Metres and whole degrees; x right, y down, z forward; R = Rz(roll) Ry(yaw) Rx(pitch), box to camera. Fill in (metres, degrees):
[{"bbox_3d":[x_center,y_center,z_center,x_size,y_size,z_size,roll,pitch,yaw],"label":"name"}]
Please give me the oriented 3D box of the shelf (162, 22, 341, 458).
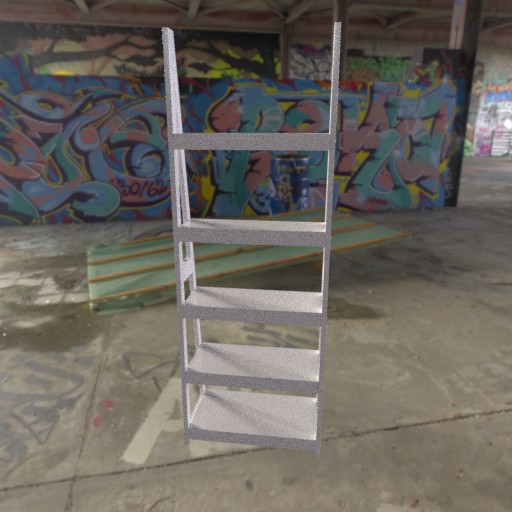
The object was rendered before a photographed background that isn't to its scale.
[{"bbox_3d":[0.000,0.000,1.958,0.636,1.779,0.341,2,17,8],"label":"shelf"}]
